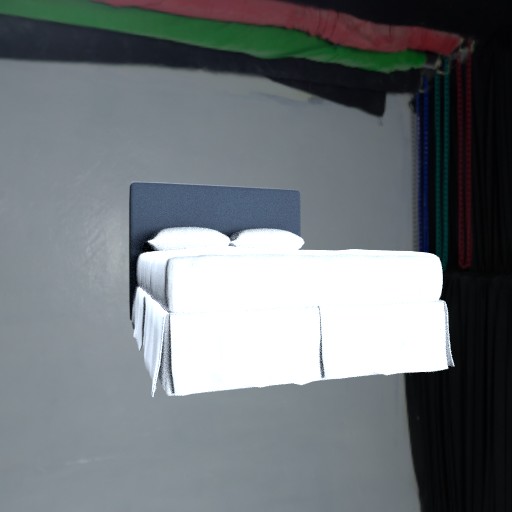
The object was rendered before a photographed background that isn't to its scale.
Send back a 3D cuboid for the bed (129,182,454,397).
[{"bbox_3d":[0.000,0.000,3.259,1.713,1.330,2.162,0,0,-19],"label":"bed"}]
